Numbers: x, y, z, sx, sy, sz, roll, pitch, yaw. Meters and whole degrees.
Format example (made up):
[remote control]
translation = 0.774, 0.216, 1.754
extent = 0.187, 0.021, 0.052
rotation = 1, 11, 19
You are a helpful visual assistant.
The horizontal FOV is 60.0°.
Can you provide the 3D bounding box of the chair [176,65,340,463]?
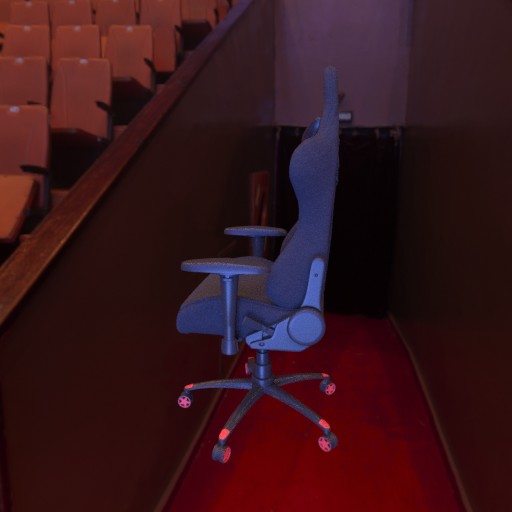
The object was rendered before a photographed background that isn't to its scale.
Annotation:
[chair]
translation = 0.000, 0.000, 1.688
extent = 0.658, 1.326, 0.695
rotation = 2, 14, 8
